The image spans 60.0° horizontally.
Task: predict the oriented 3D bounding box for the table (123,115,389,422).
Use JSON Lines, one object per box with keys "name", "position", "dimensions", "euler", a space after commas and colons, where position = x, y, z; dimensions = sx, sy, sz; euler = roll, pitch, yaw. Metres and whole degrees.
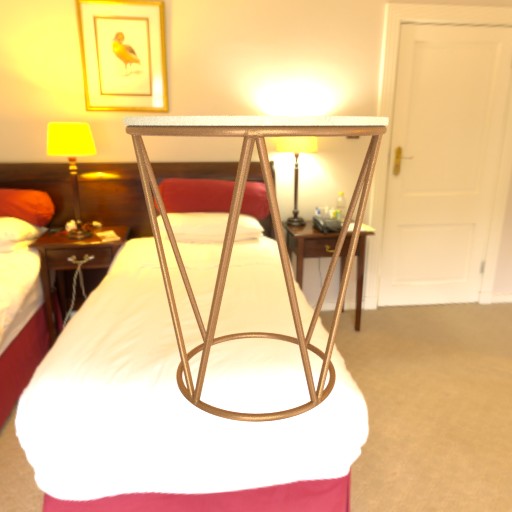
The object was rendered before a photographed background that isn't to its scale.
{"name": "table", "position": [0.000, 0.000, 0.948], "dimensions": [0.500, 0.564, 0.500], "euler": [0, 17, 0]}
